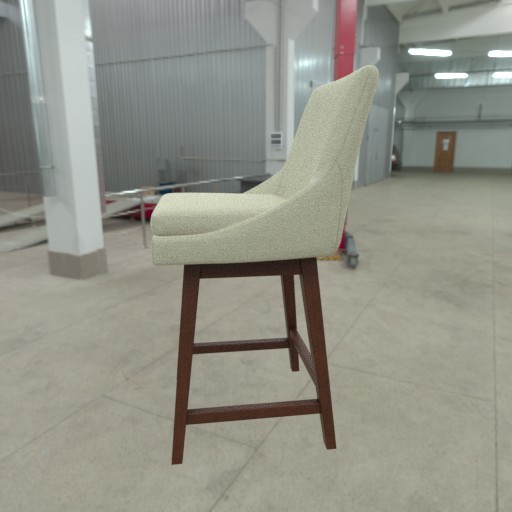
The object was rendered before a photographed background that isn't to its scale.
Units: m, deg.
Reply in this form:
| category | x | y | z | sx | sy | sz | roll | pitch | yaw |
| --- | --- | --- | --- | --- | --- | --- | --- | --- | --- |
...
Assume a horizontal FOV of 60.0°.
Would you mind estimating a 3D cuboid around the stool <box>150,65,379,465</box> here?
| category | x | y | z | sx | sy | sz | roll | pitch | yaw |
| --- | --- | --- | --- | --- | --- | --- | --- | --- | --- |
| stool | 0.000 | 0.000 | 1.297 | 0.559 | 0.991 | 0.469 | -2 | 14 | -8 |
